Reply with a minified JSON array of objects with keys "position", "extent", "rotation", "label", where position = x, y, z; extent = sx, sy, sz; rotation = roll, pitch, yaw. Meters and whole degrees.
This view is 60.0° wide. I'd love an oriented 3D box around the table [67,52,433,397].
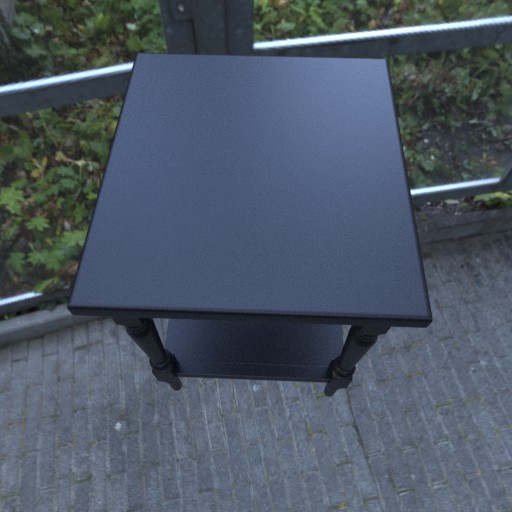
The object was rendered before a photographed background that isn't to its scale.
[{"position":[0.000,0.000,0.896],"extent":[0.442,0.565,0.488],"rotation":[2,60,1],"label":"table"}]
